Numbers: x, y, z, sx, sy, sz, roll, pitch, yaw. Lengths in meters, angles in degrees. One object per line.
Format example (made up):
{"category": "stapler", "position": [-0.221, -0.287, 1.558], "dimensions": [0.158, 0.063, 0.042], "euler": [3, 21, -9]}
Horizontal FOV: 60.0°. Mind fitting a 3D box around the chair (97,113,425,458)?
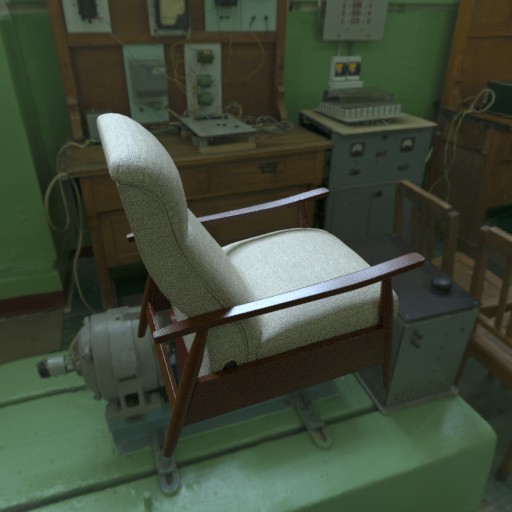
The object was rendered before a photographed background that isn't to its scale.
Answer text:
{"category": "chair", "position": [0.000, 0.000, 1.767], "dimensions": [1.014, 1.082, 0.762], "euler": [-11, 31, -18]}
